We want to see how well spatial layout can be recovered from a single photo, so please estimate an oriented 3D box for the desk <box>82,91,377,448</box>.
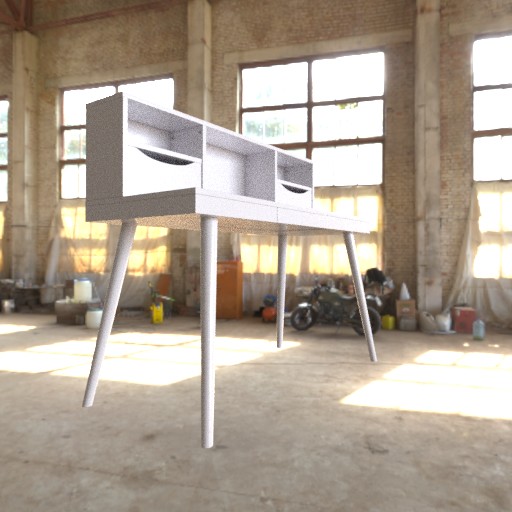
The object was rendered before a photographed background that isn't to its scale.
[{"bbox_3d":[0.000,0.000,1.779,0.559,0.990,1.199,0,0,36],"label":"desk"}]
